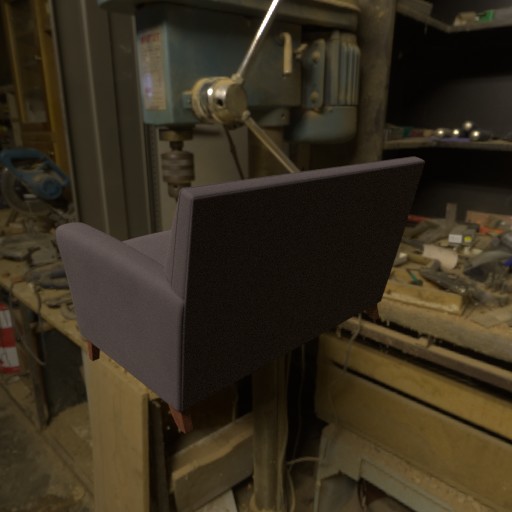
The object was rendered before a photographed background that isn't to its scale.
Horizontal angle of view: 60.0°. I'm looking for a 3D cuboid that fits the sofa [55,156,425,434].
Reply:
[{"bbox_3d":[0.000,0.000,2.002,0.871,0.846,1.420,17,24,42],"label":"sofa"}]
